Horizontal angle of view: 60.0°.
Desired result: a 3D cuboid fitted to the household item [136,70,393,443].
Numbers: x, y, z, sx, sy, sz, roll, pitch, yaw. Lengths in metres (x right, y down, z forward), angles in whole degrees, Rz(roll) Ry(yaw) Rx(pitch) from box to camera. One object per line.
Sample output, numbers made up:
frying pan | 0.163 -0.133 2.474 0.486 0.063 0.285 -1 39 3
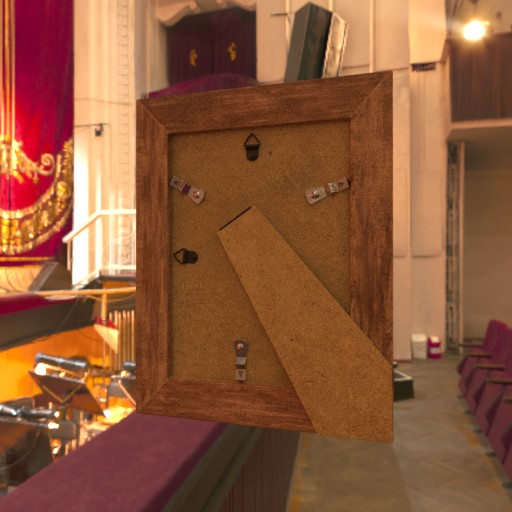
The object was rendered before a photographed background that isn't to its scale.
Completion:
household item | 0.000 0.000 0.315 0.186 0.237 0.018 0 0 17
